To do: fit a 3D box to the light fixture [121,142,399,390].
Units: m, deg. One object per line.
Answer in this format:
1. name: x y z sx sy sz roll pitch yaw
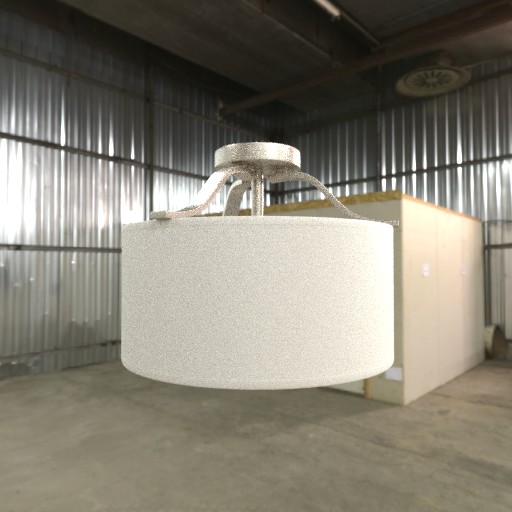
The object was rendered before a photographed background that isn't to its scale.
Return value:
1. light fixture: 0.000 0.000 0.659 0.395 0.304 0.395 0 -1 0
